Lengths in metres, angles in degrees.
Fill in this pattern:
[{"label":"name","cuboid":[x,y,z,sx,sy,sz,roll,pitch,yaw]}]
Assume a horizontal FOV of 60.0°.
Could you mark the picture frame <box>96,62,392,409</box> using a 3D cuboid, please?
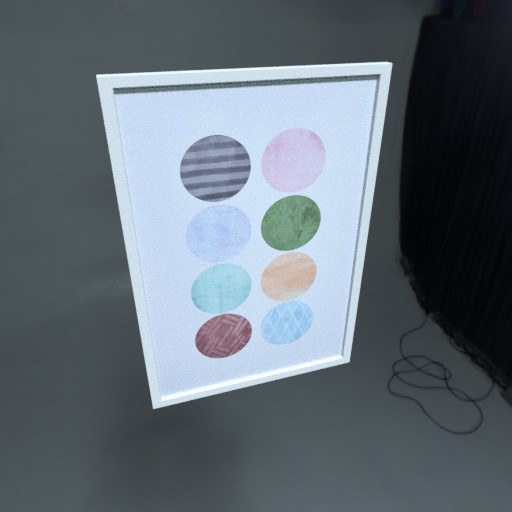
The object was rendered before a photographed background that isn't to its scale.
[{"label":"picture frame","cuboid":[0.000,0.000,0.553,0.305,0.434,0.013,-9,32,-15]}]
